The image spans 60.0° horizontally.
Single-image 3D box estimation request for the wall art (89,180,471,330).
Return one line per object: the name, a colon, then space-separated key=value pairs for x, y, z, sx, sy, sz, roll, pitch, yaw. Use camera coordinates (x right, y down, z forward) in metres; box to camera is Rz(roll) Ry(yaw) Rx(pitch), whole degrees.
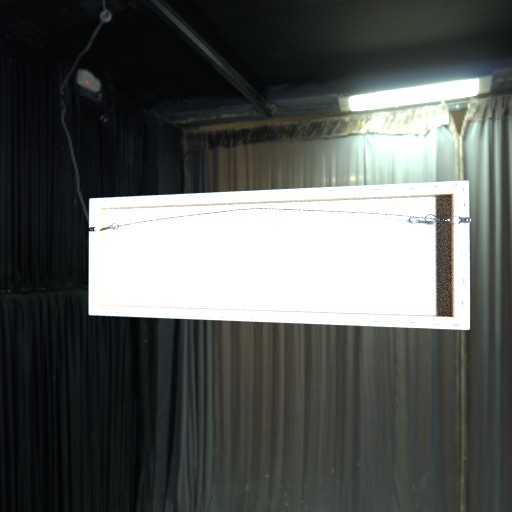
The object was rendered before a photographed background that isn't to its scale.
wall art: x=0.000 y=0.000 z=0.859 sx=0.759 sy=0.254 sz=0.044 roll=0 pitch=-1 yaw=17
